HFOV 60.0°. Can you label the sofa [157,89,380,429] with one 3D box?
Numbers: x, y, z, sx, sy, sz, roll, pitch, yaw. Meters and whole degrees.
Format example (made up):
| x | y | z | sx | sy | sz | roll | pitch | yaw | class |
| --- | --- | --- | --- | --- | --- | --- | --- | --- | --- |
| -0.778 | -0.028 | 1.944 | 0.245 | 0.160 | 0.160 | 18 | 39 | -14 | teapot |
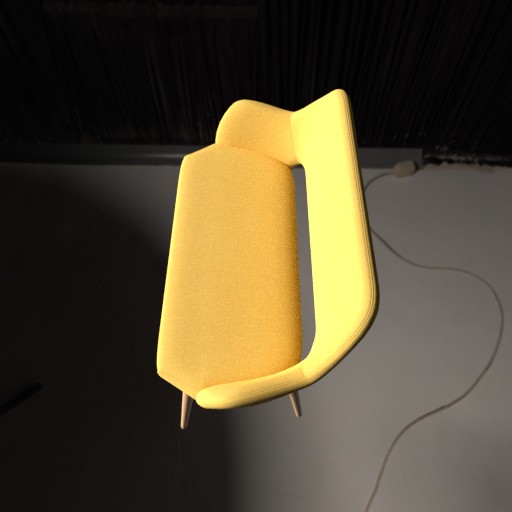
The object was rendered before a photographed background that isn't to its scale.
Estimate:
| x | y | z | sx | sy | sz | roll | pitch | yaw | class |
| --- | --- | --- | --- | --- | --- | --- | --- | --- | --- |
| 0.000 | 0.000 | 1.600 | 0.610 | 0.840 | 1.150 | 0 | 59 | 0 | sofa |
